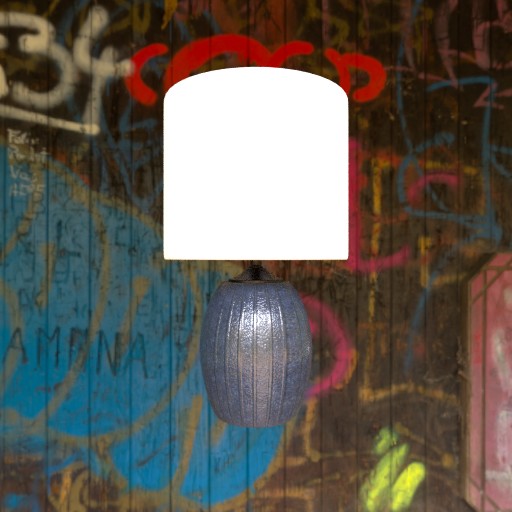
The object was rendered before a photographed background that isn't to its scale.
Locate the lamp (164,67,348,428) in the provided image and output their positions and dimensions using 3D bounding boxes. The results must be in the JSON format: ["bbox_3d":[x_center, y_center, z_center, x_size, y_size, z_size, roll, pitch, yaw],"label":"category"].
[{"bbox_3d":[0.000,0.000,0.806,0.329,0.570,0.329,0,0,-37],"label":"lamp"}]
